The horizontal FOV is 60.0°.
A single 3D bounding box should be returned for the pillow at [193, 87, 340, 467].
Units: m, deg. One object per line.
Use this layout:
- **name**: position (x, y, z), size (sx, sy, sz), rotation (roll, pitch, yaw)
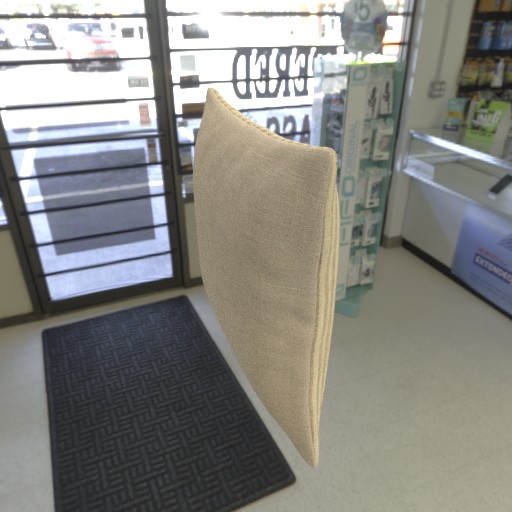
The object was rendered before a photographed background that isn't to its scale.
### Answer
- **pillow**: position (0.000, 0.000, 0.796), size (0.166, 0.510, 0.523), rotation (-10, 30, -17)
